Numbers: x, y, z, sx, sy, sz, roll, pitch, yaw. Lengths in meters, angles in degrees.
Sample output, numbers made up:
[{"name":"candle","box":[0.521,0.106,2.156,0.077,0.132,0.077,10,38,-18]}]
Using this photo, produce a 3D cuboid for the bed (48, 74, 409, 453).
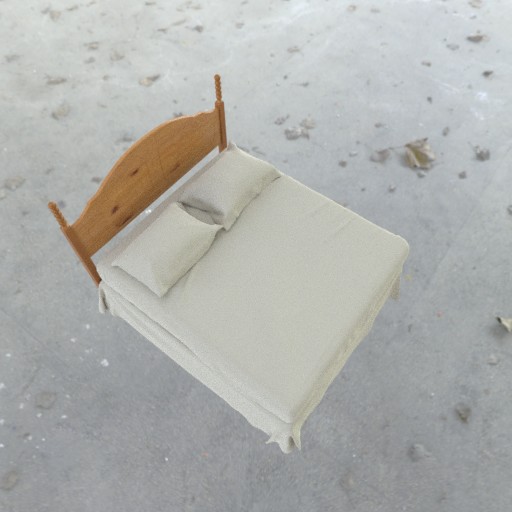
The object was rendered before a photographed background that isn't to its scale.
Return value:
[{"name":"bed","box":[0.000,0.000,3.337,2.040,1.356,1.873,33,63,19]}]
